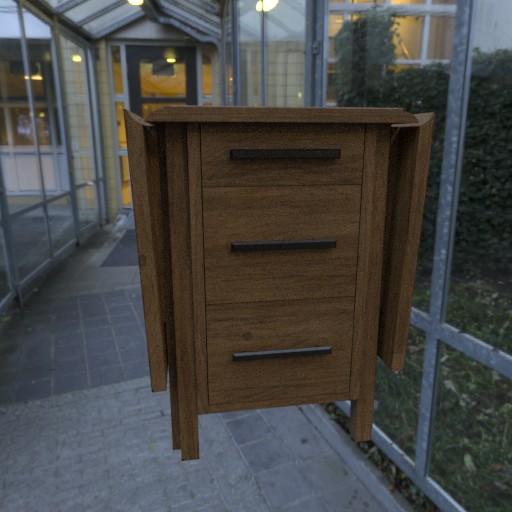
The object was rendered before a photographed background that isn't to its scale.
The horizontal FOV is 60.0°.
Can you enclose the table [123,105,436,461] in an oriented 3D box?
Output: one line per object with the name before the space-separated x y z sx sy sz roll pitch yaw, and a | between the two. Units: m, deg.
table | 0.000 0.000 1.270 0.591 0.763 0.746 -2 15 -9
